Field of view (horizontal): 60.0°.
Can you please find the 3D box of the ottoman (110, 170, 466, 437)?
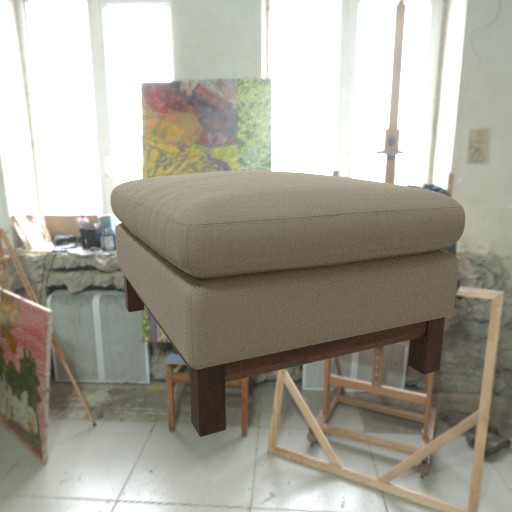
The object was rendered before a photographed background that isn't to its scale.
[{"bbox_3d":[0.000,0.000,1.117,0.606,0.420,0.771,-6,14,-25],"label":"ottoman"}]
